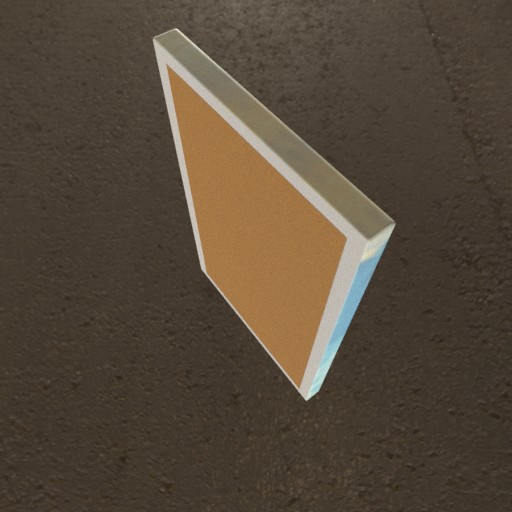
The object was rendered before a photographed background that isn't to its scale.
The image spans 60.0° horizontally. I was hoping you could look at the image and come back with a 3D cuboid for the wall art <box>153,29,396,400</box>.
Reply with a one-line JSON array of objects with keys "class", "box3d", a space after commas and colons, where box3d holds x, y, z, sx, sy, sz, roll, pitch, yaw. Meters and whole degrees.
[{"class": "wall art", "box3d": [0.000, 0.000, 0.761, 0.038, 0.610, 0.401, -33, 64, -18]}]
